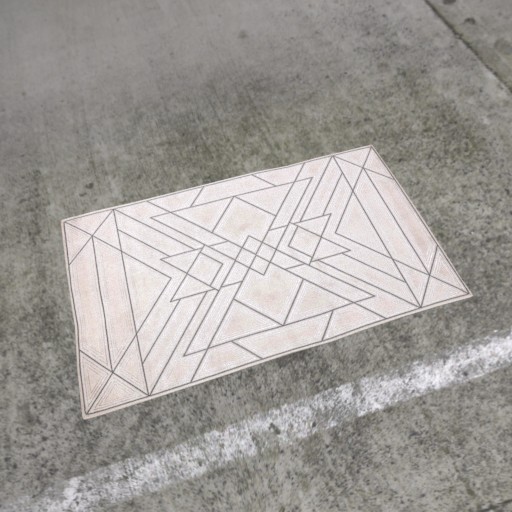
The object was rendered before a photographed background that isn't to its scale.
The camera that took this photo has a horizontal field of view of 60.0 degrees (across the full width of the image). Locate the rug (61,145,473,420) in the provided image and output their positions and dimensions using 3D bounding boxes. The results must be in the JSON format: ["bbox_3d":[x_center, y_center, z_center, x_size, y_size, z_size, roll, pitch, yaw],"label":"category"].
[{"bbox_3d":[0.000,0.000,1.058,0.869,0.008,0.511,-15,59,-10],"label":"rug"}]
